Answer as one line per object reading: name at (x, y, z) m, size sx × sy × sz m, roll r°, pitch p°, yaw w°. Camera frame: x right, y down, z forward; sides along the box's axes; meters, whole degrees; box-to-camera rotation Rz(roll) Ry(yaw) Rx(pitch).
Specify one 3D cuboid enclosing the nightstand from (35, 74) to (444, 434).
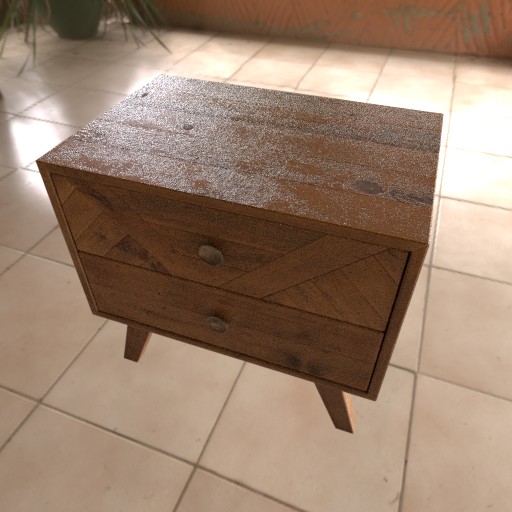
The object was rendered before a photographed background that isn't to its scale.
nightstand at (0.000, 0.000, 1.025) m, size 0.650 × 0.599 × 0.450 m, roll 14°, pitch 44°, yaw 15°
